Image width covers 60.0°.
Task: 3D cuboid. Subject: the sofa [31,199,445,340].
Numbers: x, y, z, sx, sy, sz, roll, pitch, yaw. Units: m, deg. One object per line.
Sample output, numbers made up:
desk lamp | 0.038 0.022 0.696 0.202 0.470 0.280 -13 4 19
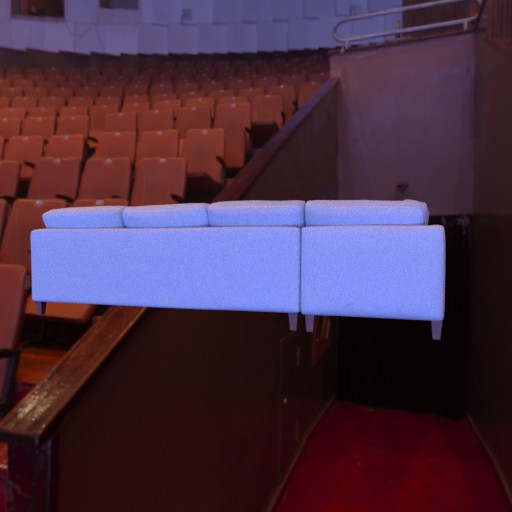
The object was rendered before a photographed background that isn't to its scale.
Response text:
sofa | 0.000 0.000 4.491 3.301 0.947 2.592 1 2 17
